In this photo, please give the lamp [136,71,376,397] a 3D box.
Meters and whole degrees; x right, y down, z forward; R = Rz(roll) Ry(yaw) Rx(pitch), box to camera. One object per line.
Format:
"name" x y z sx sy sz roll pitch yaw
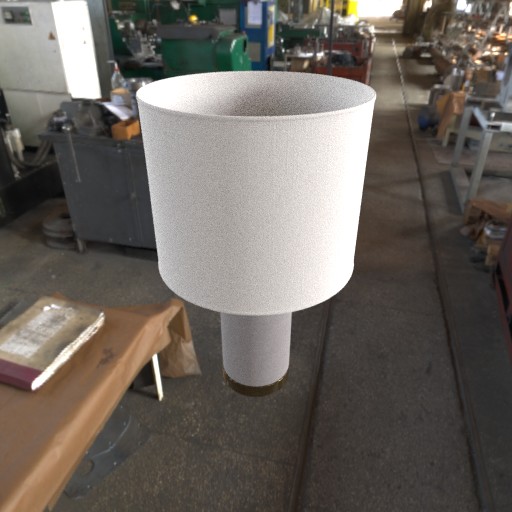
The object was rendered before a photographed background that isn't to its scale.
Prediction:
"lamp" 0.000 0.000 0.530 0.229 0.380 0.229 0 31 0
